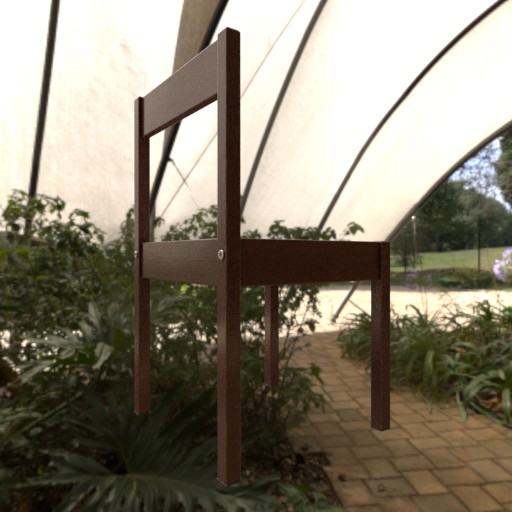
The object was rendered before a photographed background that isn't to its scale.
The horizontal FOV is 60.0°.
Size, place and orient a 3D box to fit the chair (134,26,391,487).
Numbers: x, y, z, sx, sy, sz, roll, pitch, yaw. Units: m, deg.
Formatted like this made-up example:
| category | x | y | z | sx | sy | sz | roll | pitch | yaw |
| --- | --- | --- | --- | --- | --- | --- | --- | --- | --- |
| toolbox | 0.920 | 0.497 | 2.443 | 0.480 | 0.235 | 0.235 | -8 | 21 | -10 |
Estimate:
| category | x | y | z | sx | sy | sz | roll | pitch | yaw |
| --- | --- | --- | --- | --- | --- | --- | --- | --- | --- |
| chair | 0.000 | 0.000 | 0.682 | 0.285 | 0.505 | 0.285 | 0 | 0 | -35 |
